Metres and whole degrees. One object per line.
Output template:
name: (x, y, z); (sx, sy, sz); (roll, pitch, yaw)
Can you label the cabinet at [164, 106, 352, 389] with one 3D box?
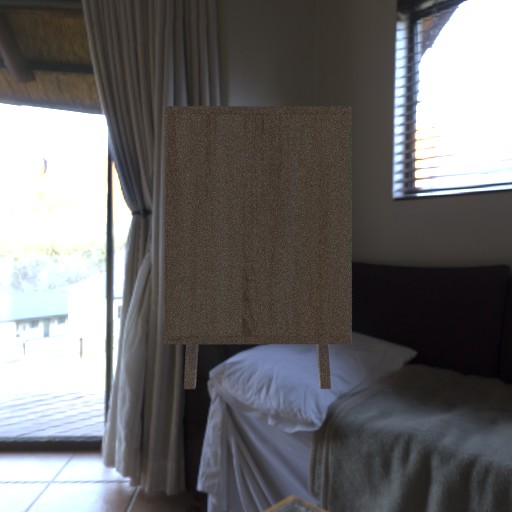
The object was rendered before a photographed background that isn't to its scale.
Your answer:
cabinet: (0.000, 0.000, 2.007); (0.500, 0.780, 1.650); (0, -1, 0)
